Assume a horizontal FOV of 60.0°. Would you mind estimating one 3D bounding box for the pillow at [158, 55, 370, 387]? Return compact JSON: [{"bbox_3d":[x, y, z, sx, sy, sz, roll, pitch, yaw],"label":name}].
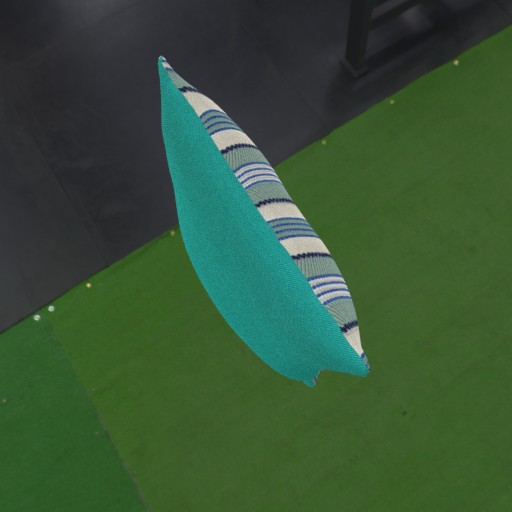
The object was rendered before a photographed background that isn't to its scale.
[{"bbox_3d":[0.000,0.000,0.678,0.182,0.441,0.440,-30,76,-8],"label":"pillow"}]
